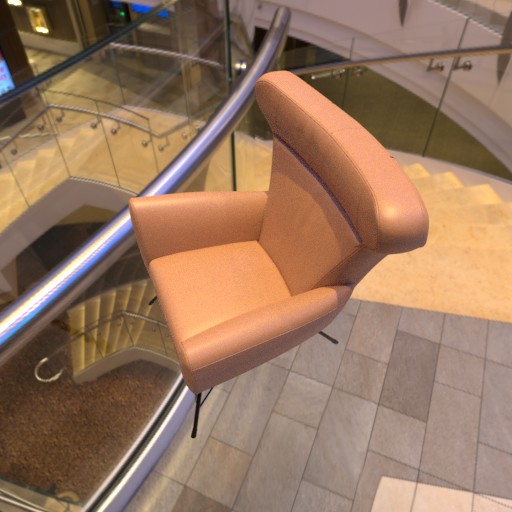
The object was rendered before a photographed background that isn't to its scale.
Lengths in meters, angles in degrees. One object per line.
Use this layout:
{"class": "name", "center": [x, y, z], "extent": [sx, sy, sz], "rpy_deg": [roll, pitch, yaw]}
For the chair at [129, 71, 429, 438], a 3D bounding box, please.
{"class": "chair", "center": [0.000, 0.000, 1.783], "extent": [0.900, 1.050, 0.980], "rpy_deg": [-17, 50, -15]}
